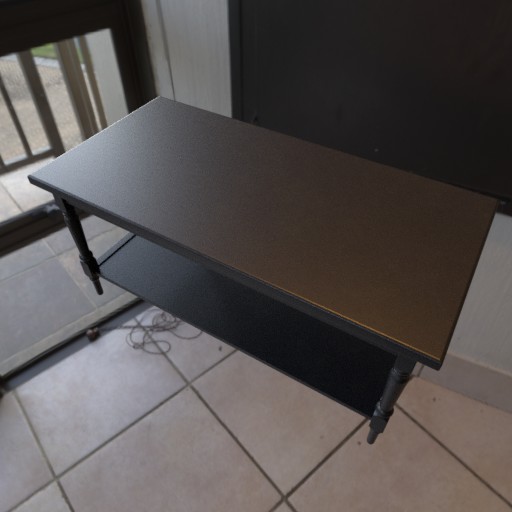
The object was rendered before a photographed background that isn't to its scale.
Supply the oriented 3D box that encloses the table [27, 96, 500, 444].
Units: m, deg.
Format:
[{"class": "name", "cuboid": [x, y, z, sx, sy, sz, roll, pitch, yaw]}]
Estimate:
[{"class": "table", "cuboid": [0.000, 0.000, 1.333, 1.107, 0.510, 0.550, 23, 50, 21]}]
